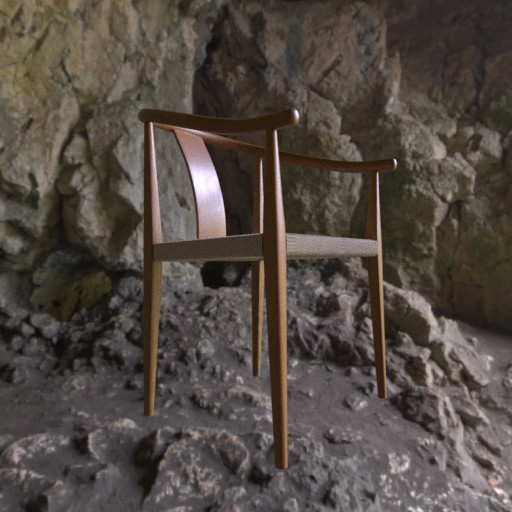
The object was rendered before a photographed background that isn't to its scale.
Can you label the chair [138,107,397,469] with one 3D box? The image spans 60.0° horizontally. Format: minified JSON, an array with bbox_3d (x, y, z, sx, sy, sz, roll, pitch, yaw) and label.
[{"bbox_3d":[0.000,0.000,1.191,0.579,0.800,0.556,0,0,37],"label":"chair"}]
